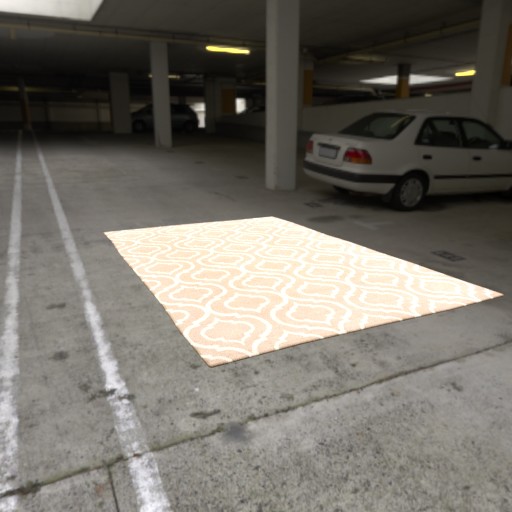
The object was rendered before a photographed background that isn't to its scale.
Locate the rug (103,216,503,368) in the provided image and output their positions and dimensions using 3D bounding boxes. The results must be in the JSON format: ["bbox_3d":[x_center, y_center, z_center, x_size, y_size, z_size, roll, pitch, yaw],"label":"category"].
[{"bbox_3d":[0.000,0.000,2.113,1.152,0.013,1.761,-8,17,-26],"label":"rug"}]
